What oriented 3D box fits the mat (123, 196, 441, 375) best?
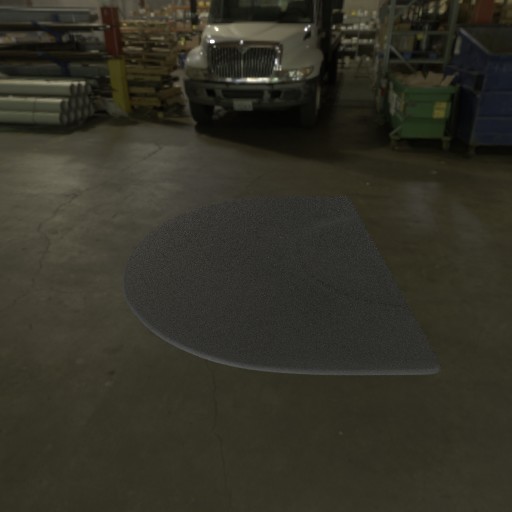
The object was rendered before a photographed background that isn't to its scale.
[{"bbox_3d":[0.000,0.000,1.610,0.917,0.016,1.220,0,28,0],"label":"mat"}]
